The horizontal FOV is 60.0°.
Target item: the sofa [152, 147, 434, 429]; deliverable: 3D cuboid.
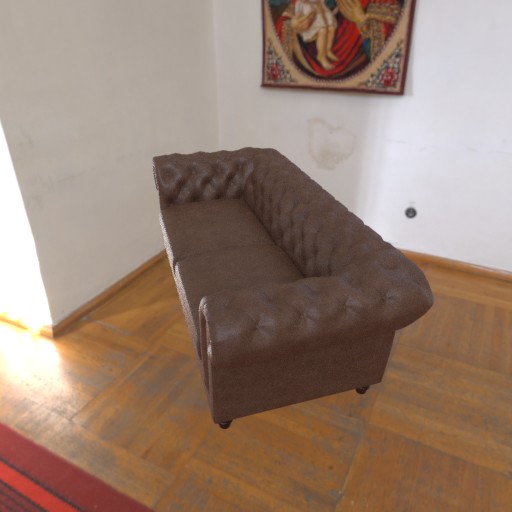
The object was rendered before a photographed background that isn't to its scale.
[{"bbox_3d":[0.000,0.000,2.575,0.955,0.784,2.048,-9,31,-15],"label":"sofa"}]
